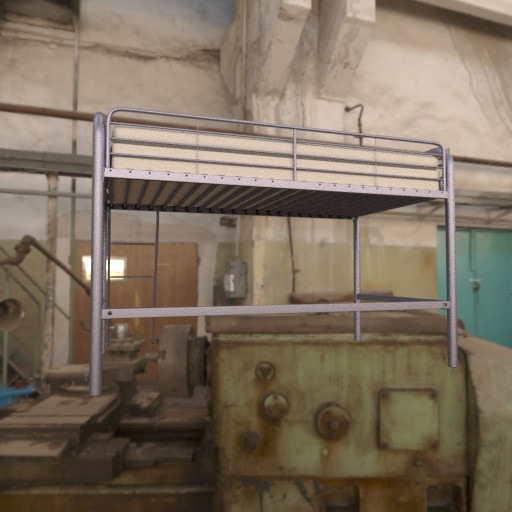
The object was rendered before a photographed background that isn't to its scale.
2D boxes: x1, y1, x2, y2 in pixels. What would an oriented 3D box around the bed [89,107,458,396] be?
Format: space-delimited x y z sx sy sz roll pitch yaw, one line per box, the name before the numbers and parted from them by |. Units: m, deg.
bed | 0.000 0.000 2.901 1.965 1.288 1.415 1 -2 -18
